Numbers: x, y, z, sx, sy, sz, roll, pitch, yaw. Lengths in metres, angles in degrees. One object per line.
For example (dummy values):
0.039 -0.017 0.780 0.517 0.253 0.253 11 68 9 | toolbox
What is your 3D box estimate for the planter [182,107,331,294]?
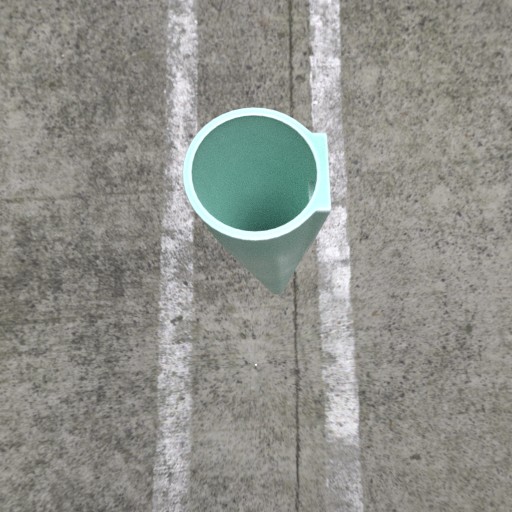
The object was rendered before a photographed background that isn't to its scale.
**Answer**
0.000 0.000 0.296 0.055 0.268 0.054 -1 76 0 | planter
